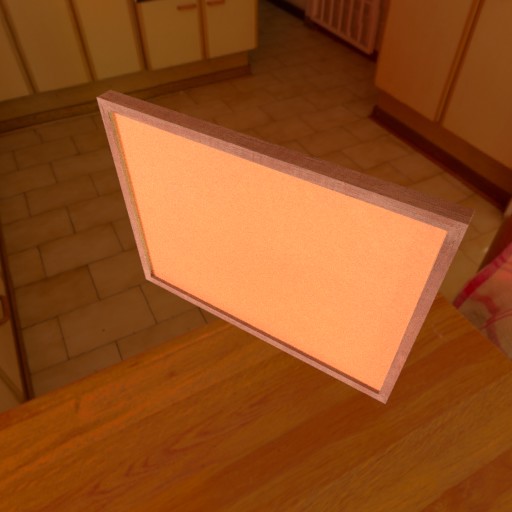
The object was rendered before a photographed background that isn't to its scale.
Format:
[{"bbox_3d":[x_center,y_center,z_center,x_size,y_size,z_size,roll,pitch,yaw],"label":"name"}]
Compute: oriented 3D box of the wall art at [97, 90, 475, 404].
[{"bbox_3d":[0.000,0.000,1.757,1.320,1.009,0.070,24,51,21],"label":"wall art"}]
